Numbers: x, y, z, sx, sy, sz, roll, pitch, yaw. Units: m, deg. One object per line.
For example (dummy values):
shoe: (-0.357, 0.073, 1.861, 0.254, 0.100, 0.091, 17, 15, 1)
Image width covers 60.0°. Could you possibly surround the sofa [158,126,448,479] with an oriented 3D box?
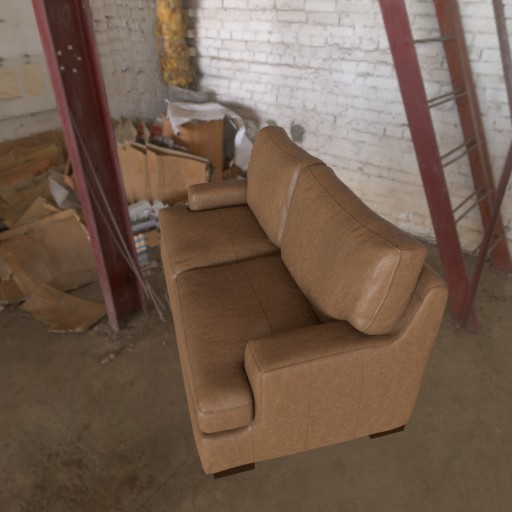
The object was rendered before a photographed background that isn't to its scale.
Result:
sofa: (0.000, 0.000, 2.407, 0.962, 0.980, 1.855, -8, 32, -13)
